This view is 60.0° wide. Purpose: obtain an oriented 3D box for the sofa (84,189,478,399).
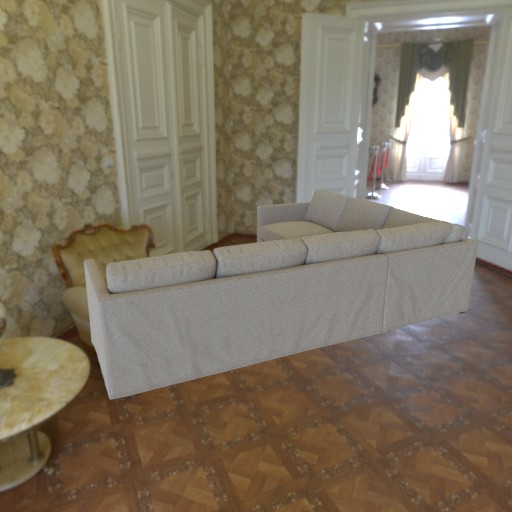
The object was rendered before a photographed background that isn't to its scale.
[{"bbox_3d":[0.000,0.000,4.319,3.182,0.871,2.432,-8,18,-24],"label":"sofa"}]
